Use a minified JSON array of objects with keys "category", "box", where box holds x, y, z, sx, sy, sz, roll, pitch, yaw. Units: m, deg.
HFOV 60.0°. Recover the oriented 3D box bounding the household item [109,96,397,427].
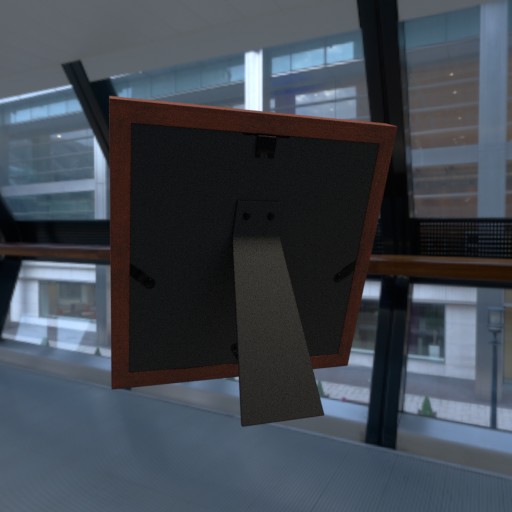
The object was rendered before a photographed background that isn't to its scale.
[{"category":"household item","box":[0.000,0.000,0.385,0.240,0.240,0.131,-1,2,-19]}]
